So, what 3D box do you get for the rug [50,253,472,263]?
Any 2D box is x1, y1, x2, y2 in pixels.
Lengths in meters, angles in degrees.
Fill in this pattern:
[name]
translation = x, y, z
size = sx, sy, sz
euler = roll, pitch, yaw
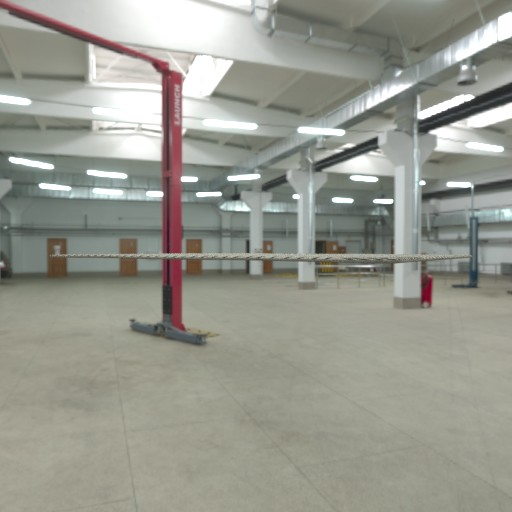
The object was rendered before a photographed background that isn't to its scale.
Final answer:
[rug]
translation = 0.000, 0.000, 2.984
size = 2.406, 0.023, 1.539
euler = 1, 1, 35
